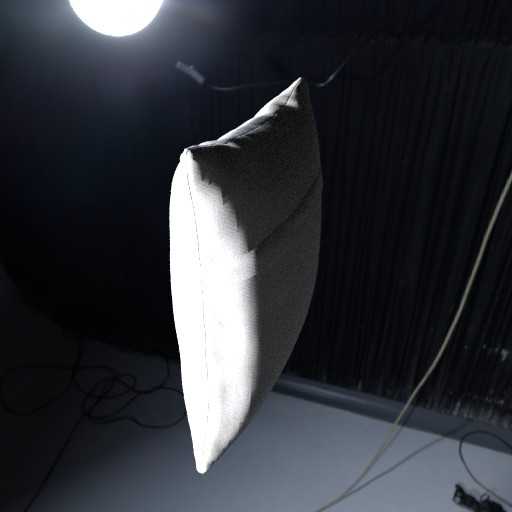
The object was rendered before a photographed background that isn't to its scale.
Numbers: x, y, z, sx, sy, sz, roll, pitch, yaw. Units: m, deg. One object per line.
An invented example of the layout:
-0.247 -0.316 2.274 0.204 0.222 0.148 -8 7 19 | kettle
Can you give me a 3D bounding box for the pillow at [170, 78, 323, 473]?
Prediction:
0.000 0.000 0.651 0.173 0.436 0.433 9 31 16 | pillow
